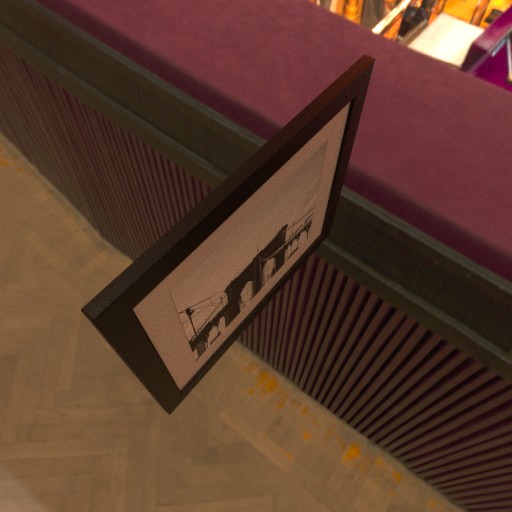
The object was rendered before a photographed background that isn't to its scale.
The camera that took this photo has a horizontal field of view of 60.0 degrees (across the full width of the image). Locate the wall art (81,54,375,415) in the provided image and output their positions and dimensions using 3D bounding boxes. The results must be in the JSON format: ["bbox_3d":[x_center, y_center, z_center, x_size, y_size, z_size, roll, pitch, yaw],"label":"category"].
[{"bbox_3d":[0.000,0.000,0.728,0.018,0.450,0.521,35,65,19],"label":"wall art"}]
